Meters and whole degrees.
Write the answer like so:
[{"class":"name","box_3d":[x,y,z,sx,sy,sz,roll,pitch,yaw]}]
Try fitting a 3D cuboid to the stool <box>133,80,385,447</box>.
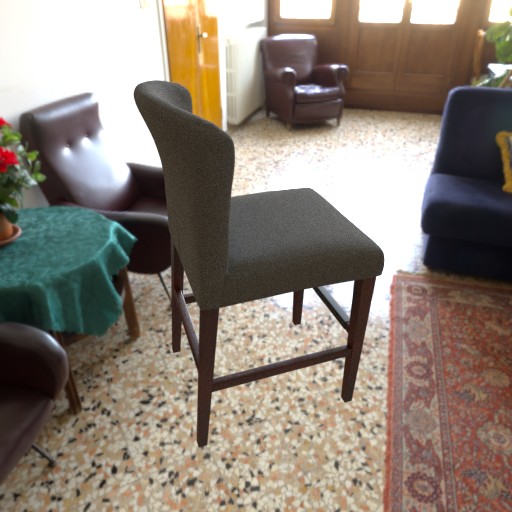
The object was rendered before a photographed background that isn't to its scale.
[{"class":"stool","box_3d":[0.000,0.000,1.300,0.568,0.968,0.479,-10,33,-16]}]
